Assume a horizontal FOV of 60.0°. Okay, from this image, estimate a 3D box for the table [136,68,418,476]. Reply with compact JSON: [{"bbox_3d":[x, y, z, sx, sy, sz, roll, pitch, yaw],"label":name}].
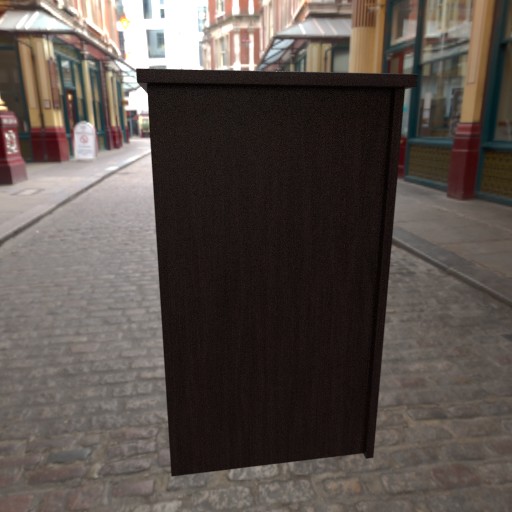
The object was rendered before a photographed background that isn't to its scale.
[{"bbox_3d":[0.000,0.000,0.892,0.381,0.635,0.480,-3,16,-9],"label":"table"}]
